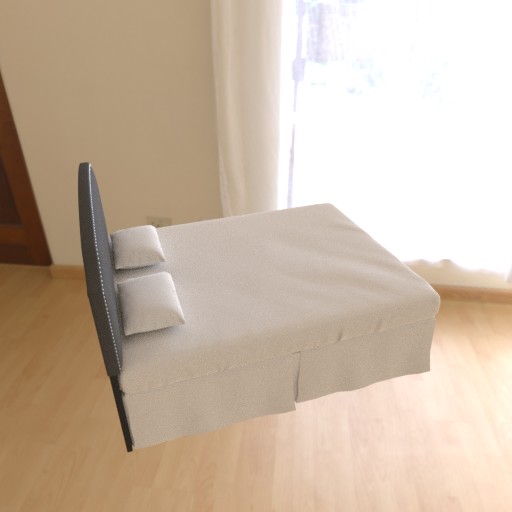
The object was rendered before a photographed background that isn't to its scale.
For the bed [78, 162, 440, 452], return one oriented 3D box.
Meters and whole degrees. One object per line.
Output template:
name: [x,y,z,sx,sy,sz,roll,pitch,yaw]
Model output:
bed: [0.000,0.000,2.945,1.999,1.270,1.558,-10,33,-16]
